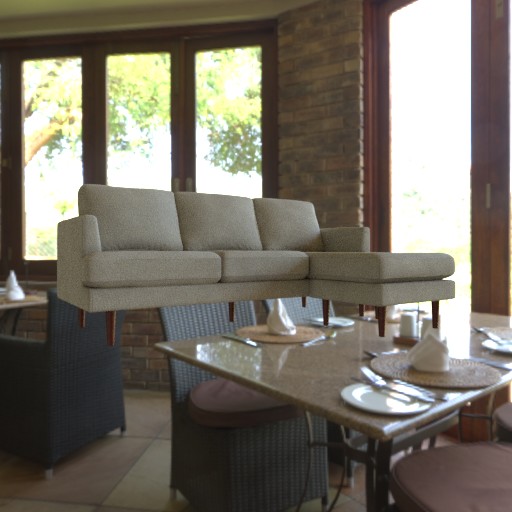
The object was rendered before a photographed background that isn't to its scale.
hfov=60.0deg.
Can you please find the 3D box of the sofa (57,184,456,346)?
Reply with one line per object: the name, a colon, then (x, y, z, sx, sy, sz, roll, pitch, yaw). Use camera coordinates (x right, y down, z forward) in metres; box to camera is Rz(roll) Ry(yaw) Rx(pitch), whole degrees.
sofa: (0.000, 0.000, 2.953, 2.233, 0.956, 1.504, 0, 1, -34)
